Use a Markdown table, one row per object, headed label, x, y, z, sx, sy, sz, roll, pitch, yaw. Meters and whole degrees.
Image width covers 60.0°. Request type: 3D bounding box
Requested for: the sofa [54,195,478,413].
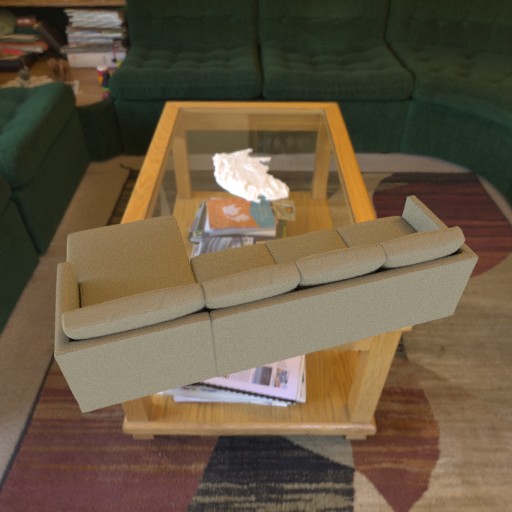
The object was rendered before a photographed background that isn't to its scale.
| label | x | y | z | sx | sy | sz | roll | pitch | yaw |
| --- | --- | --- | --- | --- | --- | --- | --- | --- | --- |
| sofa | 0.000 | 0.000 | 3.863 | 3.177 | 0.867 | 1.622 | -12 | 43 | -13 |
